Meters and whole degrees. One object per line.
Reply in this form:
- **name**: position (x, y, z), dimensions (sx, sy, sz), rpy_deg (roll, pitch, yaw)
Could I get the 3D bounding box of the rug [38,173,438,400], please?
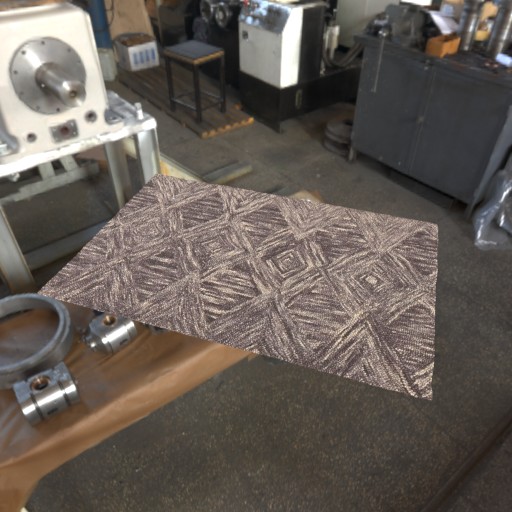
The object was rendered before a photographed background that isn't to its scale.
- **rug**: position (0.000, 0.000, 2.332), dimensions (1.814, 0.012, 1.186), rpy_deg (12, 42, 14)
